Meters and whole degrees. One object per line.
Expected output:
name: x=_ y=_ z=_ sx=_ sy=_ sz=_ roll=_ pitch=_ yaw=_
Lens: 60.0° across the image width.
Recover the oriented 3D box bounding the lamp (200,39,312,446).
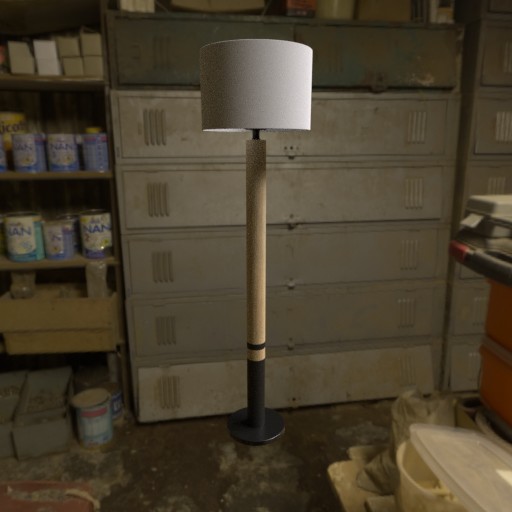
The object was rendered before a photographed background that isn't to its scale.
lamp: x=0.000 y=0.000 z=1.680 sx=0.381 sy=1.478 sz=0.381 roll=-2 pitch=14 yaw=-7
